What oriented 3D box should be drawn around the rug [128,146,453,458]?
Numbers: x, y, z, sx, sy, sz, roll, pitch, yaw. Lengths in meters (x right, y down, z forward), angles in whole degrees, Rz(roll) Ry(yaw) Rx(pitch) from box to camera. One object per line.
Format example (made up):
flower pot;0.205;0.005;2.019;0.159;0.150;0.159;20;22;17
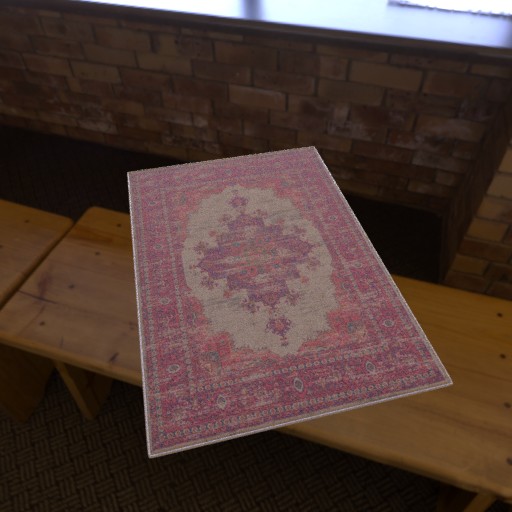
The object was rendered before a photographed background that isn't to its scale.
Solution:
rug;0.000;0.000;3.727;2.005;0.014;2.878;-10;48;-9
